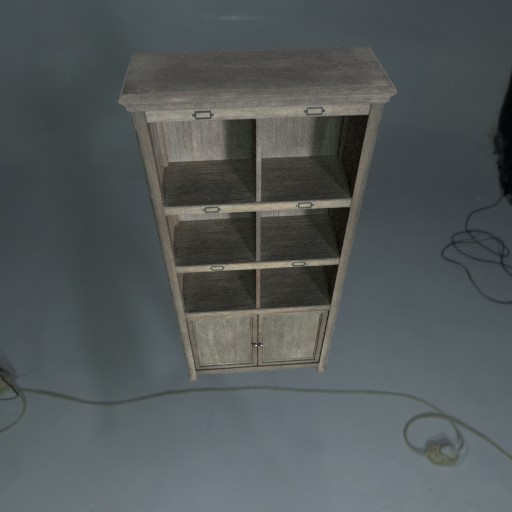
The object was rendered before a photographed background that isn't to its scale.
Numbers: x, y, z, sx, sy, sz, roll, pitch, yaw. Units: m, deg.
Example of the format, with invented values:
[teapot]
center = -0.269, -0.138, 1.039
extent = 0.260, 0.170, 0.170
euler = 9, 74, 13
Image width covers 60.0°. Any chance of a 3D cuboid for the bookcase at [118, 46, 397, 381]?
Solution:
[bookcase]
center = 0.000, 0.000, 2.223
extent = 0.906, 1.880, 0.348
euler = -3, 46, -3
